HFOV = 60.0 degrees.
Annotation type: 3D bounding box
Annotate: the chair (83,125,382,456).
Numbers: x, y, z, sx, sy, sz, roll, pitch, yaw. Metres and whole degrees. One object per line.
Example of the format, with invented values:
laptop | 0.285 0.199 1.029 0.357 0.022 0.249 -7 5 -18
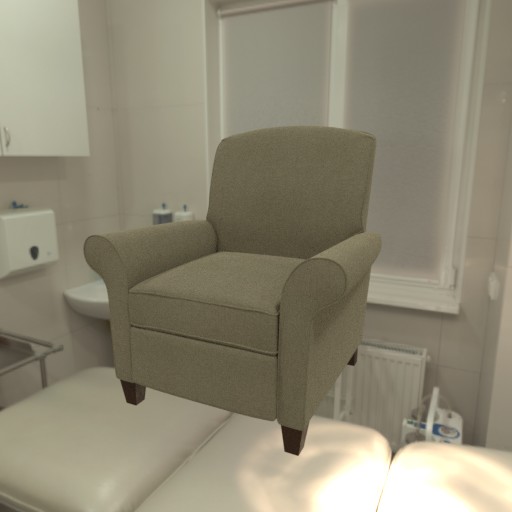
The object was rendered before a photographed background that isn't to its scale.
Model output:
chair | 0.000 0.000 1.793 0.978 1.061 0.905 6 14 26
